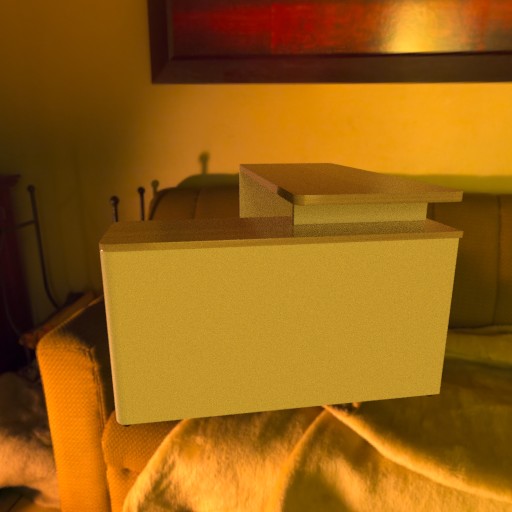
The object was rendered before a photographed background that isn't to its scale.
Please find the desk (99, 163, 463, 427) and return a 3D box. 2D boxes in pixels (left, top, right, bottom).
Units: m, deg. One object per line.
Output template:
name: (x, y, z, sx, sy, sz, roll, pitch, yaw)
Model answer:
desk: (0.000, 0.000, 2.122, 1.175, 0.770, 1.400, -3, 16, -9)
